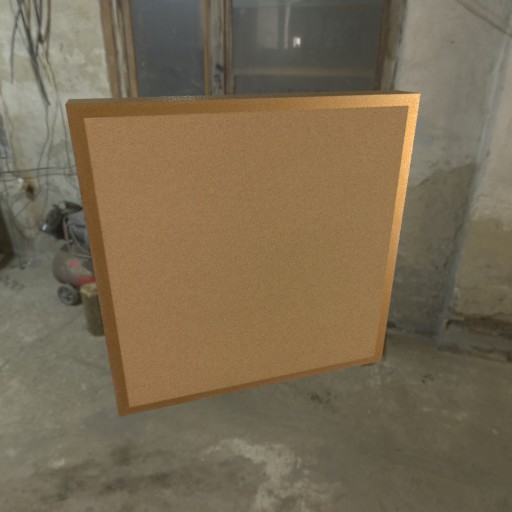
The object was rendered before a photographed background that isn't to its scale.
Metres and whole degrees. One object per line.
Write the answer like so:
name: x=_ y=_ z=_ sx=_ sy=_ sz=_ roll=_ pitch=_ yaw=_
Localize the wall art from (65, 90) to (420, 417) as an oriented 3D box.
wall art: x=0.000 y=0.000 z=0.447 sx=0.306 sy=0.305 sz=0.038 roll=-7 pitch=26 yaw=-16
